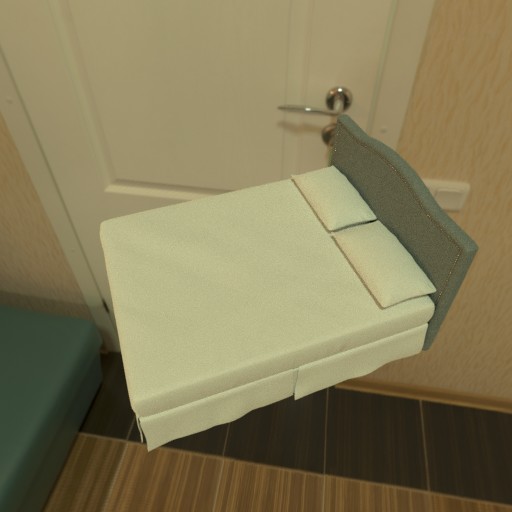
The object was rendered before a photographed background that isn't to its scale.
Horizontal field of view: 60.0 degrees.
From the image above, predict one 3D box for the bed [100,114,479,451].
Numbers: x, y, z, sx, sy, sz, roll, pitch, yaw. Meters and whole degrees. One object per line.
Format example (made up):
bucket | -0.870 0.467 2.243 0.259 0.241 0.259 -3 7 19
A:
bed | 0.000 0.000 3.978 2.689 1.457 2.161 -15 48 -14
